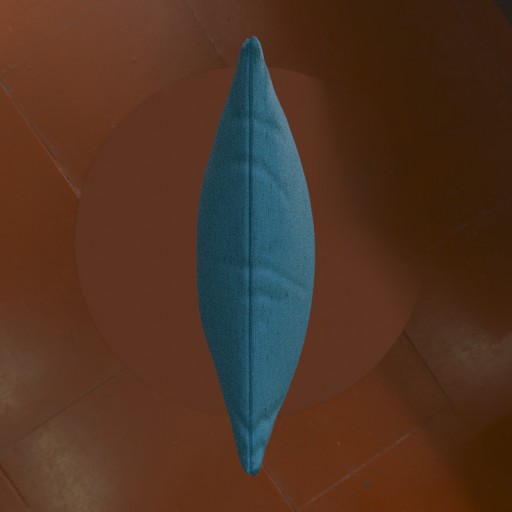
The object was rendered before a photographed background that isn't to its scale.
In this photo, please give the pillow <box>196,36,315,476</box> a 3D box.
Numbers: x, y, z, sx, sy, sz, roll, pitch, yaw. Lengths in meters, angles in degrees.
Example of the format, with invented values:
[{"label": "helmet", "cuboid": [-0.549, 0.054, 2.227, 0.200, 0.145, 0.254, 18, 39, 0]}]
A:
[{"label": "pillow", "cuboid": [0.000, 0.000, 0.795, 0.210, 0.338, 0.633, 0, 92, -1]}]
